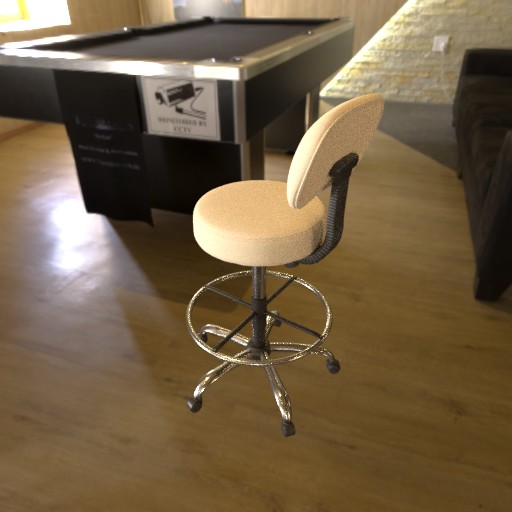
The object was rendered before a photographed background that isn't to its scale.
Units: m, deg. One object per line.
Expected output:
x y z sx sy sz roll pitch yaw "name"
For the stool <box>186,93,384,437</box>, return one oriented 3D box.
0.000 0.000 1.474 0.616 1.080 0.609 20 37 29 "stool"
